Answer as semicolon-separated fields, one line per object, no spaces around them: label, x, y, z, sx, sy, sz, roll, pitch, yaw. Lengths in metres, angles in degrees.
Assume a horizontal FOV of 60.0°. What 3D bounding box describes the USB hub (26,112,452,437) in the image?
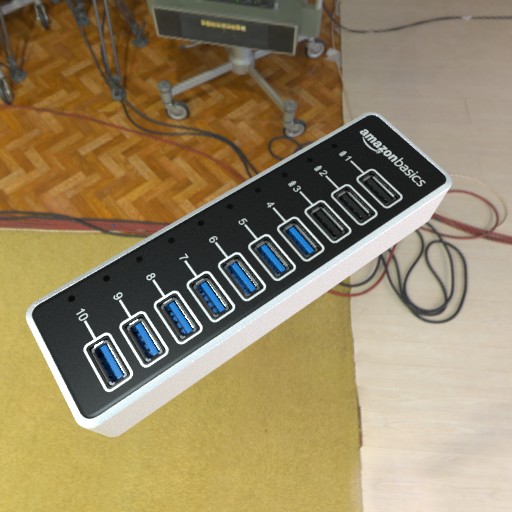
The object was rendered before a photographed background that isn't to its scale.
USB hub;0.000;0.000;0.156;0.145;0.023;0.044;-32;67;-16
